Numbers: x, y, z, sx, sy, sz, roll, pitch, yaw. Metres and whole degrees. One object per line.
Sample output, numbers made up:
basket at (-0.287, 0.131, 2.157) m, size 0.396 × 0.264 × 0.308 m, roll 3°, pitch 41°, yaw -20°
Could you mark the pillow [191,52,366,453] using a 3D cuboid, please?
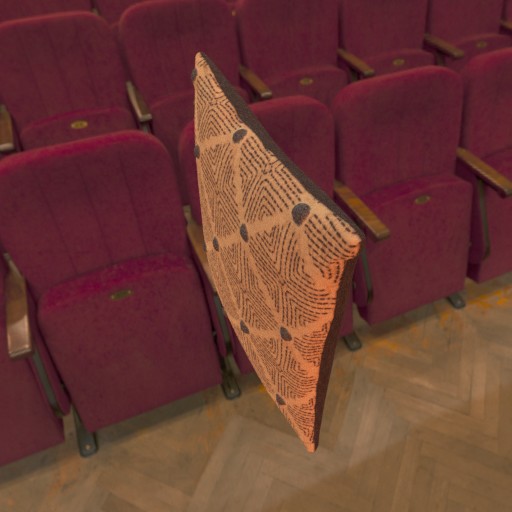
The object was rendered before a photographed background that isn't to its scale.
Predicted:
pillow at (0.000, 0.000, 0.760) m, size 0.145 × 0.510 × 0.510 m, roll -17°, pitch 47°, yaw -16°
